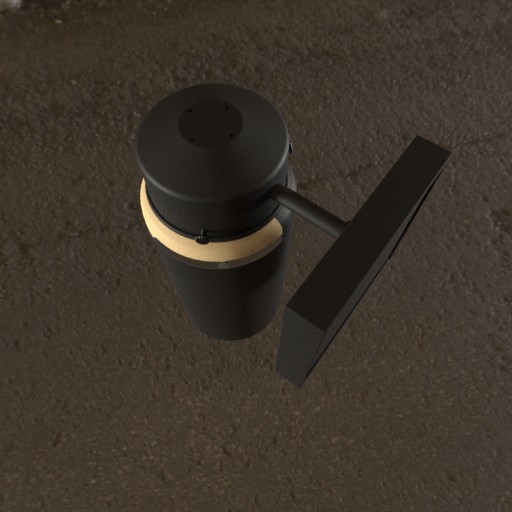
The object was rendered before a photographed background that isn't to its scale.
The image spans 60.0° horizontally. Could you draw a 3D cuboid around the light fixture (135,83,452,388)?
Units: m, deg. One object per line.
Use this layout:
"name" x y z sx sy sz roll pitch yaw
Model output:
"light fixture" 0.000 0.000 0.359 0.176 0.257 0.130 34 68 16
